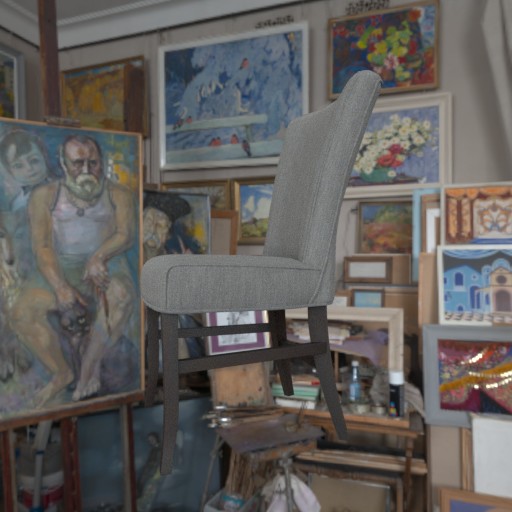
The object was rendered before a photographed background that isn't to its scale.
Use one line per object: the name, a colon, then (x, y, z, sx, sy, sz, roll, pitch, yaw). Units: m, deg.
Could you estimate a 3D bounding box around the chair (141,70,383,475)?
chair: (0.000, 0.000, 1.328, 0.660, 0.991, 0.520, 0, 0, -18)
